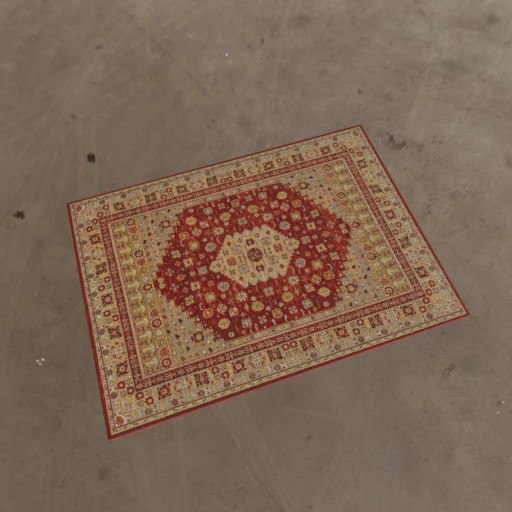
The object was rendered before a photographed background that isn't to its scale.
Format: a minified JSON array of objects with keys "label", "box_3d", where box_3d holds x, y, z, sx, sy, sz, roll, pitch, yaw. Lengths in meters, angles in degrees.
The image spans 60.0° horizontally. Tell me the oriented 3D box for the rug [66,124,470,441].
[{"label":"rug","box_3d":[0.000,0.000,2.869,2.211,0.013,1.593,-17,65,-8]}]
